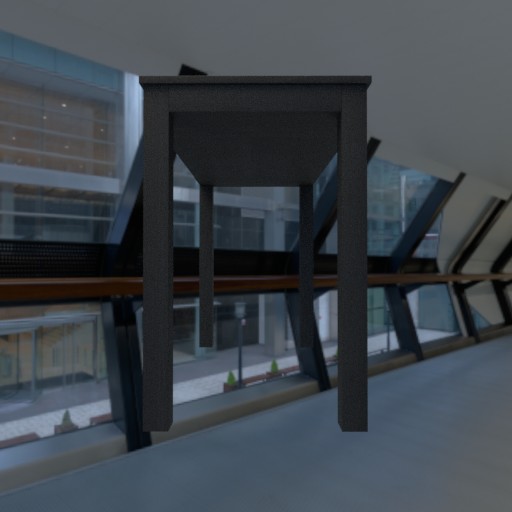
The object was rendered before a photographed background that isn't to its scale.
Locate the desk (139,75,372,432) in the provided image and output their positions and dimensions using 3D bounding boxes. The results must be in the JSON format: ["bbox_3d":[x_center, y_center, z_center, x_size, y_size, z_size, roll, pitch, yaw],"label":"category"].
[{"bbox_3d":[0.000,0.000,1.440,0.499,0.762,0.991,0,-1,0],"label":"desk"}]
